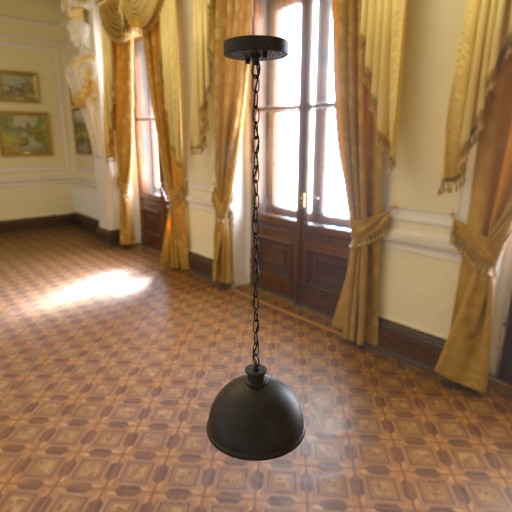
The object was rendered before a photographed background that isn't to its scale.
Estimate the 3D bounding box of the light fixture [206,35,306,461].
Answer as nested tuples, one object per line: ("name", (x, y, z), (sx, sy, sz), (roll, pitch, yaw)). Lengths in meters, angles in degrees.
("light fixture", (0.000, 0.000, 1.232), (0.304, 1.090, 0.304), (-7, 16, -26))
